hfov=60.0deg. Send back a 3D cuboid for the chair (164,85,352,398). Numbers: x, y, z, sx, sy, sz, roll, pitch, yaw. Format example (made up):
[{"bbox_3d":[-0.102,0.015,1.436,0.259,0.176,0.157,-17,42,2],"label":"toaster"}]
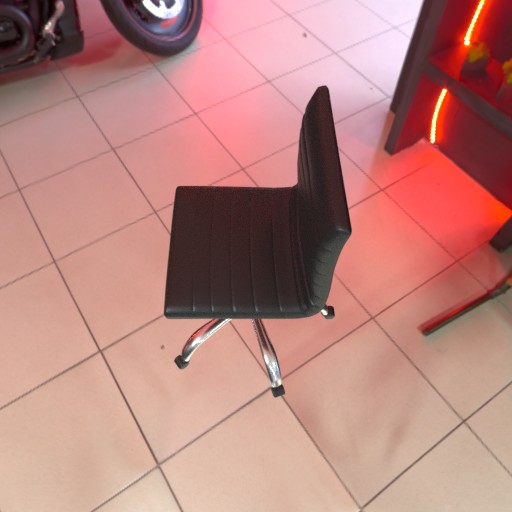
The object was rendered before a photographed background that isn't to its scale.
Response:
[{"bbox_3d":[0.000,0.000,1.177,0.530,0.780,0.556,-1,58,-1],"label":"chair"}]
